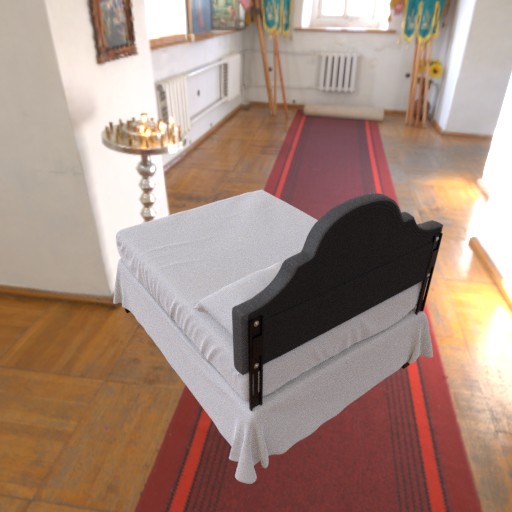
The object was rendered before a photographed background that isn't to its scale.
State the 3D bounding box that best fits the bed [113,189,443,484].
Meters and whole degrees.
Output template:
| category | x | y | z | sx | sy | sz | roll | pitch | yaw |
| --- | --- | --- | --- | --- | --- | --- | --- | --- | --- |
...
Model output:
| category | x | y | z | sx | sy | sz | roll | pitch | yaw |
| --- | --- | --- | --- | --- | --- | --- | --- | --- | --- |
| bed | 0.000 | 0.000 | 3.368 | 1.780 | 1.634 | 2.222 | -21 | 37 | -30 |
